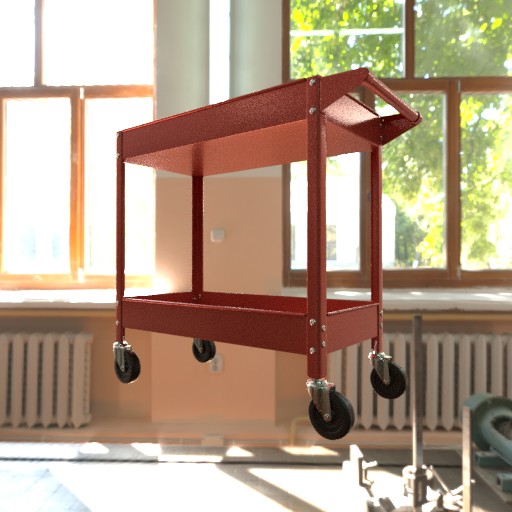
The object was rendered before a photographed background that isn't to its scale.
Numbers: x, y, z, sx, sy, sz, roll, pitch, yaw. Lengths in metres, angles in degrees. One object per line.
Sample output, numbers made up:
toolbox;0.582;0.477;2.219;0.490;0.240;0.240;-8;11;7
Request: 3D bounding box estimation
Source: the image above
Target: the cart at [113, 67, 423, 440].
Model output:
cart;0.000;0.000;1.186;0.779;0.719;0.366;0;0;37
